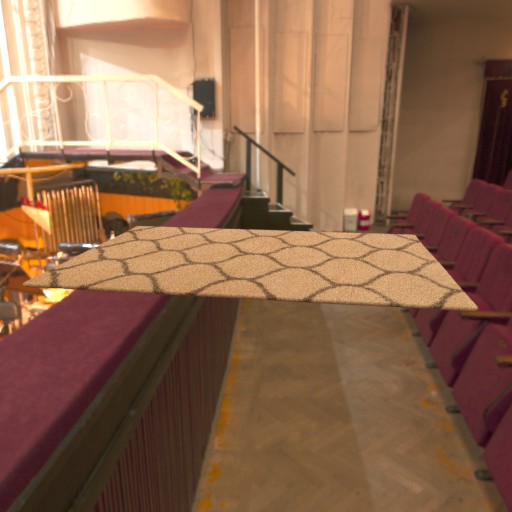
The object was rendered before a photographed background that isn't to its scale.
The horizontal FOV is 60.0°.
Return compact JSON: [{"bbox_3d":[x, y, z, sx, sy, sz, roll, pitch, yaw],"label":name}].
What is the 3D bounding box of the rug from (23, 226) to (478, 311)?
[{"bbox_3d":[0.000,0.000,3.429,2.701,0.026,1.801,2,16,8],"label":"rug"}]
